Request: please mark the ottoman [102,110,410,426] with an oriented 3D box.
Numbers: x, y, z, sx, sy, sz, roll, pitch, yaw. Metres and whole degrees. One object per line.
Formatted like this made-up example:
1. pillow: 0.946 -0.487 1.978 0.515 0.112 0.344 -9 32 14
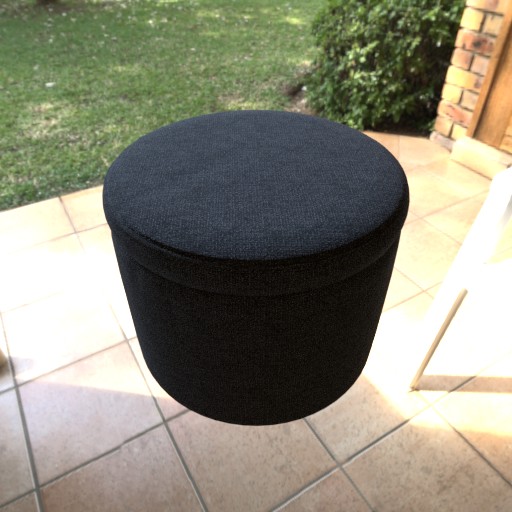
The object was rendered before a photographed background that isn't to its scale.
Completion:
1. ottoman: 0.000 0.000 0.885 0.520 0.430 0.520 0 40 0
